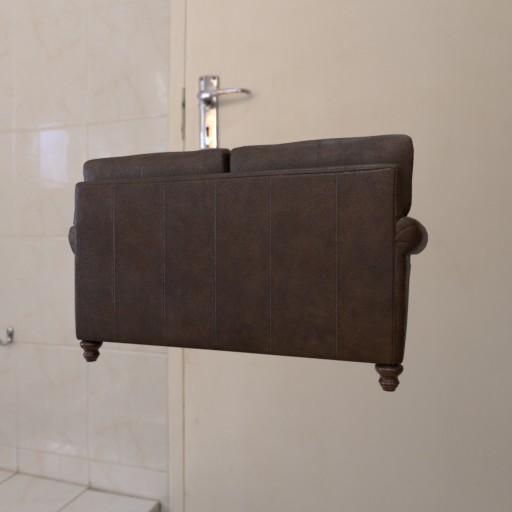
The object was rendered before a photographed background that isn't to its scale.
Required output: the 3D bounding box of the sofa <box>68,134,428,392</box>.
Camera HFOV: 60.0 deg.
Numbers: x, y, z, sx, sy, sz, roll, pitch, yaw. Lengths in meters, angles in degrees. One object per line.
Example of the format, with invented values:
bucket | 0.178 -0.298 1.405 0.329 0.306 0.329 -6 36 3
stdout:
sofa | 0.000 0.000 2.250 1.616 0.976 0.990 0 1 19
